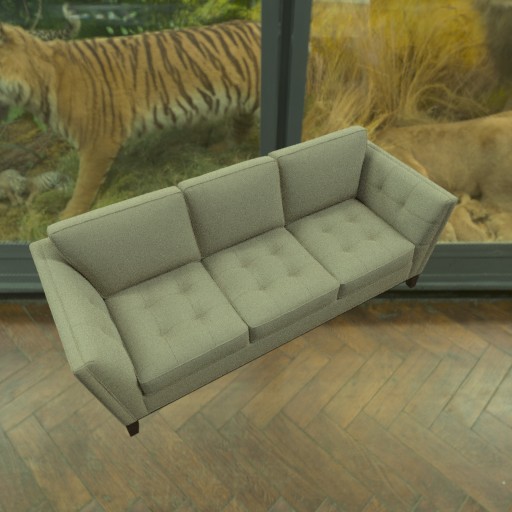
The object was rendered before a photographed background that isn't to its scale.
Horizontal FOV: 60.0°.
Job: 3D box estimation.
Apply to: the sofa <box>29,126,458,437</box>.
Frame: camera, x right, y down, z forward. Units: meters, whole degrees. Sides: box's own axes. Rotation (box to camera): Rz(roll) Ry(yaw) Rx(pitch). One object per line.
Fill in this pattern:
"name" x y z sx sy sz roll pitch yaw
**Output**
"sofa" 0.000 0.000 2.819 2.388 0.940 0.965 -23 49 -22
